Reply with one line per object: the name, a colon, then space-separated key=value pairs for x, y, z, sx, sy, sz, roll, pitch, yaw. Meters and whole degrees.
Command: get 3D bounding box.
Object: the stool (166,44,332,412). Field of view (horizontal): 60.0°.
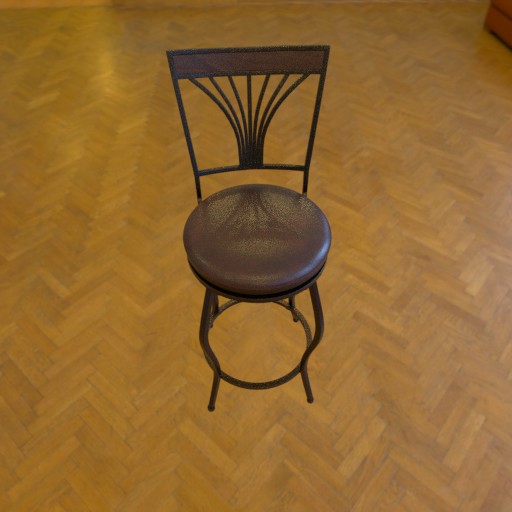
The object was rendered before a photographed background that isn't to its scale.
stool: x=0.000 y=0.000 z=1.409 sx=0.433 sy=1.117 sz=0.514 roll=-3 pitch=46 yaw=-3
